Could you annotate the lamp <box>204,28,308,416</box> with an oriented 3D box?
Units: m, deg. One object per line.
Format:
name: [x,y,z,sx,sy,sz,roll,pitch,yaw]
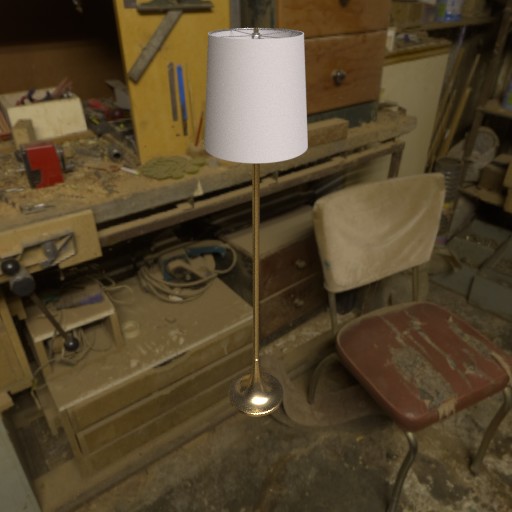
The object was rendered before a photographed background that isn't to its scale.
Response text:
lamp: [0.000,0.000,1.683,0.337,1.543,0.337,0,33,0]
